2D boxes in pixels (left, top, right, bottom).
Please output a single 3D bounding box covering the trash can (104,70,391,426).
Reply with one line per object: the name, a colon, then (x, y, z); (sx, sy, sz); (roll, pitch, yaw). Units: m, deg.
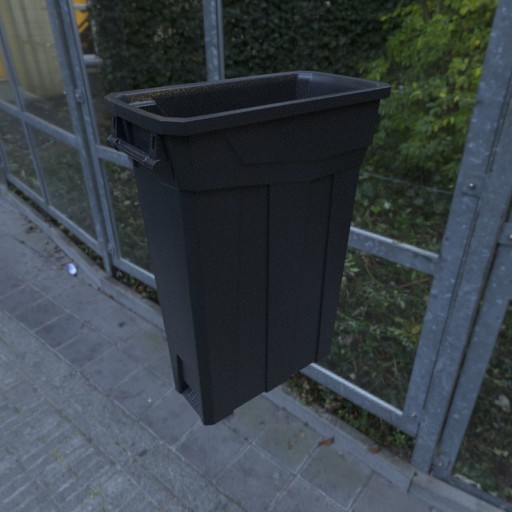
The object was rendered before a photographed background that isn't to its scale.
trash can: (0.000, 0.000, 1.067); (0.559, 0.762, 0.281); (-21, 36, -32)
